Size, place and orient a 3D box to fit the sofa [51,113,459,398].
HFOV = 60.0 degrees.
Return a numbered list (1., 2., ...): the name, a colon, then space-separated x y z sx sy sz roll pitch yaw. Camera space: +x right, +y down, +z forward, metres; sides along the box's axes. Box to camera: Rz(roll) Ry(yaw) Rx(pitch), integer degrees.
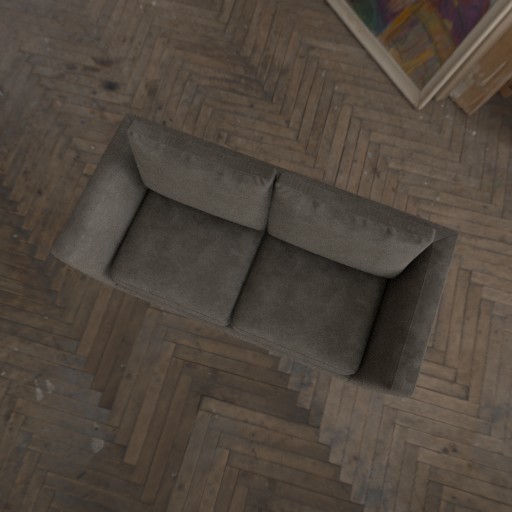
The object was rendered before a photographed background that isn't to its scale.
1. sofa: 0.000 0.000 2.384 1.832 1.013 0.855 21 76 6
